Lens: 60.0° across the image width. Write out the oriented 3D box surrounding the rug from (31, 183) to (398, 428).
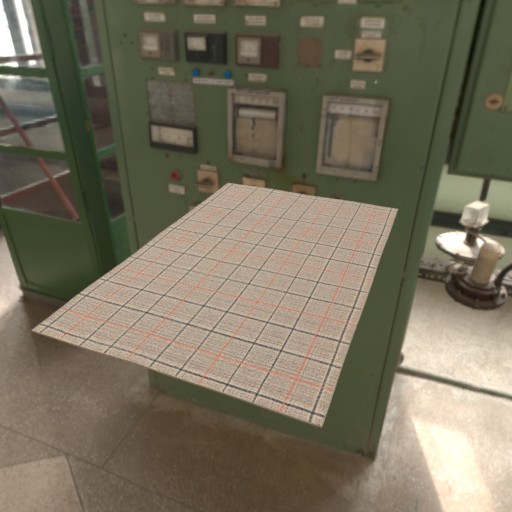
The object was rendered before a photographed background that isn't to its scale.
[{"bbox_3d":[0.000,0.000,2.332,1.220,0.013,1.829,12,32,20],"label":"rug"}]
